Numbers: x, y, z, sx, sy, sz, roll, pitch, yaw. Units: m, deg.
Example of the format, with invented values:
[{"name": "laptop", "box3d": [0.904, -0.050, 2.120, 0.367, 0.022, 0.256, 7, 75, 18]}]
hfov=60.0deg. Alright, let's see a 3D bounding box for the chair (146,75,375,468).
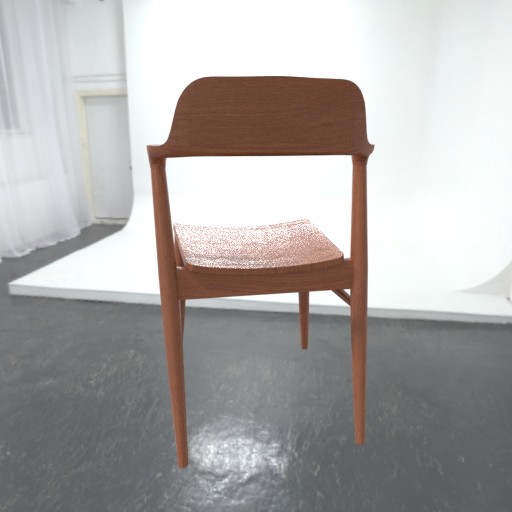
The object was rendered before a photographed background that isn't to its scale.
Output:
[{"name": "chair", "box3d": [0.000, 0.000, 1.128, 0.496, 0.801, 0.499, -3, 16, -10]}]
